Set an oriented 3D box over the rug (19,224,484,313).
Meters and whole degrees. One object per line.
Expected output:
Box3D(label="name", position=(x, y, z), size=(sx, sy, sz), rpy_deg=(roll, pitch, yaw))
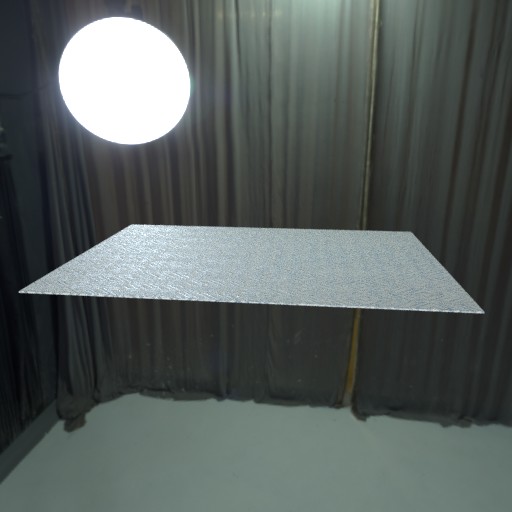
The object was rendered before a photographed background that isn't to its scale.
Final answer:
Box3D(label="rug", position=(0.000, 0.000, 2.302), size=(1.824, 0.008, 1.220), rpy_deg=(2, 17, 6))
